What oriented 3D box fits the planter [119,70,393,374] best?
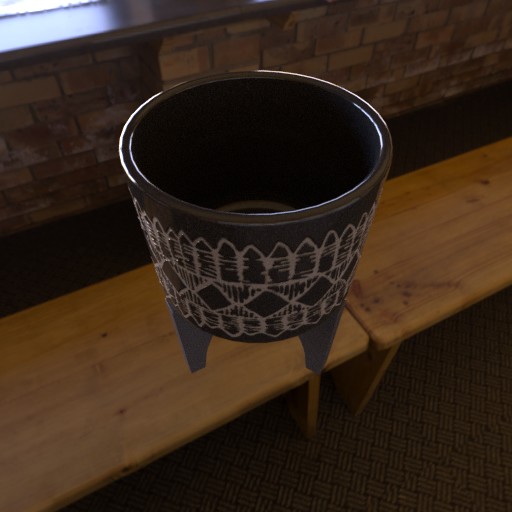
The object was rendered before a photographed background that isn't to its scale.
[{"bbox_3d":[0.000,0.000,0.276,0.129,0.177,0.129,0,47,0],"label":"planter"}]
